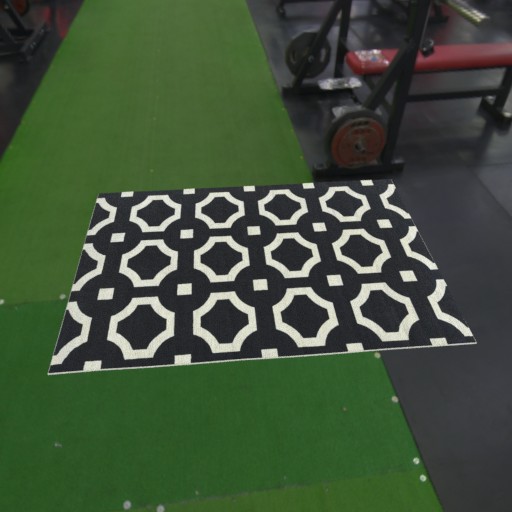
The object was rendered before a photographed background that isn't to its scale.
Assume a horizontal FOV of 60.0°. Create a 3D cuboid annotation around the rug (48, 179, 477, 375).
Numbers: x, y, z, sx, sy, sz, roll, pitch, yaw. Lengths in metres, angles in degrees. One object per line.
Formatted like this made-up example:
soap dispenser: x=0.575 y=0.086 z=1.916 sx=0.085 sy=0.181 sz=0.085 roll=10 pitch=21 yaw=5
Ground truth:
rug: x=0.000 y=0.000 z=2.899 sx=2.286 sy=0.016 sz=1.555 roll=-3 pitch=45 yaw=-3
